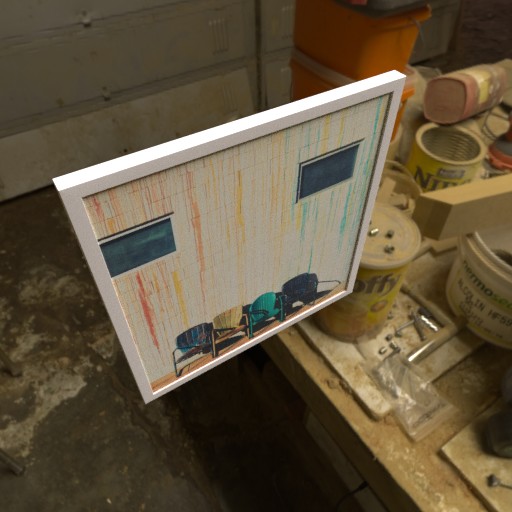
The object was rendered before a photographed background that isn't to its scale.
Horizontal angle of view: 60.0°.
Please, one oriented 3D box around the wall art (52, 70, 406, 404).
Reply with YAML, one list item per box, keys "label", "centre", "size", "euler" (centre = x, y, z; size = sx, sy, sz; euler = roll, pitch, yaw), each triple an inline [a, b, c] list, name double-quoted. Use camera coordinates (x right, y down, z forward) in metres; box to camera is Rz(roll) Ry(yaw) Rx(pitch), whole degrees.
- label: "wall art"
  centre: [0.000, 0.000, 1.125]
  size: [0.760, 0.760, 0.036]
  euler: [-25, 51, -21]
